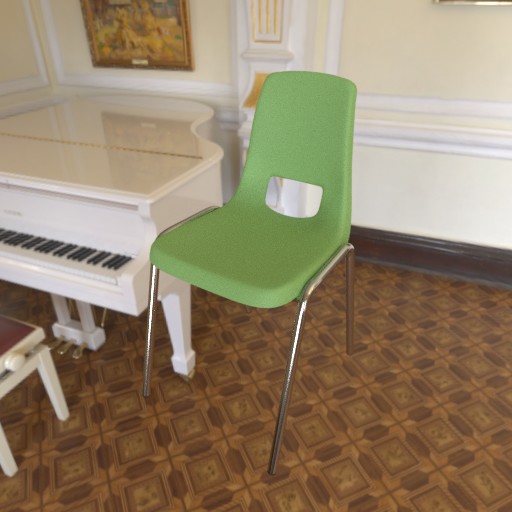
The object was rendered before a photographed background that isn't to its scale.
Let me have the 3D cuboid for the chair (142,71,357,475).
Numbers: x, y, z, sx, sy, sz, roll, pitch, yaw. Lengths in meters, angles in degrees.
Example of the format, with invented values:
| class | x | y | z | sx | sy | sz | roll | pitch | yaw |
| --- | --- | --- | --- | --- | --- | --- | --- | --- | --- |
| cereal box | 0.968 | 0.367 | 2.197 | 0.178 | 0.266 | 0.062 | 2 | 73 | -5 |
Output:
| class | x | y | z | sx | sy | sz | roll | pitch | yaw |
| --- | --- | --- | --- | --- | --- | --- | --- | --- | --- |
| chair | 0.000 | 0.000 | 0.964 | 0.381 | 0.704 | 0.436 | 19 | 35 | 29 |
